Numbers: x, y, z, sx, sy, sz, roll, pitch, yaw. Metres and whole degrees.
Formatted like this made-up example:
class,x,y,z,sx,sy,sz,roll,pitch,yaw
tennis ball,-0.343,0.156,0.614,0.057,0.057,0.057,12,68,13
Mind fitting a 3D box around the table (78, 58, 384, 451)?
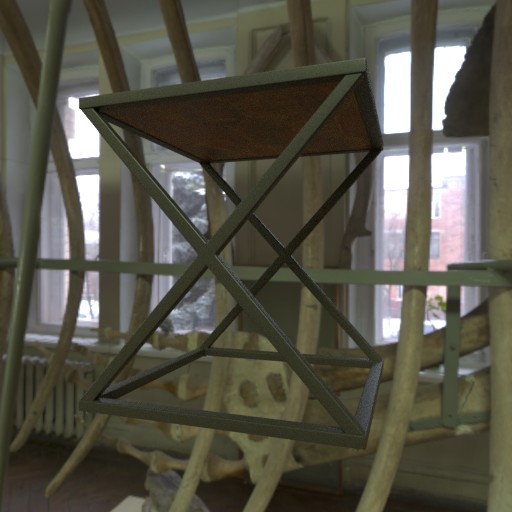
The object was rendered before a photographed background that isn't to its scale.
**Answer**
class,x,y,z,sx,sy,sz,roll,pitch,yaw
table,0.000,0.000,0.946,0.500,0.565,0.500,0,0,19
